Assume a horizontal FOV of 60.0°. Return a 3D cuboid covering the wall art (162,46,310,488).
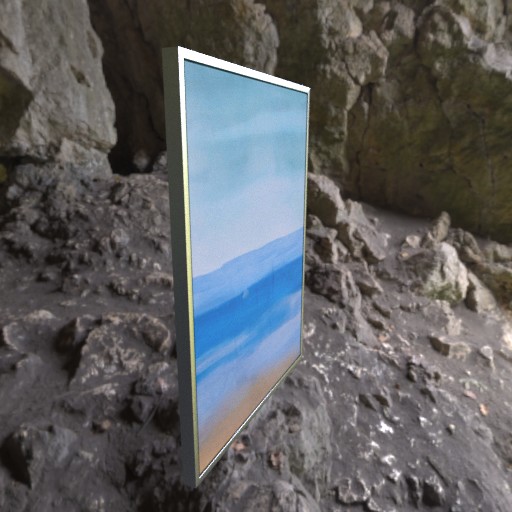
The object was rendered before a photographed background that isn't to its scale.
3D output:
[{"bbox_3d":[0.000,0.000,1.382,0.041,1.062,0.803,7,16,25],"label":"wall art"}]
